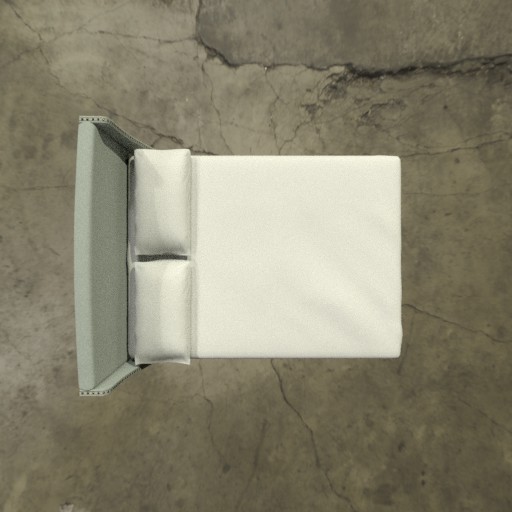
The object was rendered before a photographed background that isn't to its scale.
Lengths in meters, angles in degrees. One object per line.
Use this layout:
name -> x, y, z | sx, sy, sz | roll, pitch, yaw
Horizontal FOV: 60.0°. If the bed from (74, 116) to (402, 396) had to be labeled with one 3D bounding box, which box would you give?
bed -> 0.000, 0.000, 3.321 | 2.237, 1.407, 1.710 | 0, 90, 0
